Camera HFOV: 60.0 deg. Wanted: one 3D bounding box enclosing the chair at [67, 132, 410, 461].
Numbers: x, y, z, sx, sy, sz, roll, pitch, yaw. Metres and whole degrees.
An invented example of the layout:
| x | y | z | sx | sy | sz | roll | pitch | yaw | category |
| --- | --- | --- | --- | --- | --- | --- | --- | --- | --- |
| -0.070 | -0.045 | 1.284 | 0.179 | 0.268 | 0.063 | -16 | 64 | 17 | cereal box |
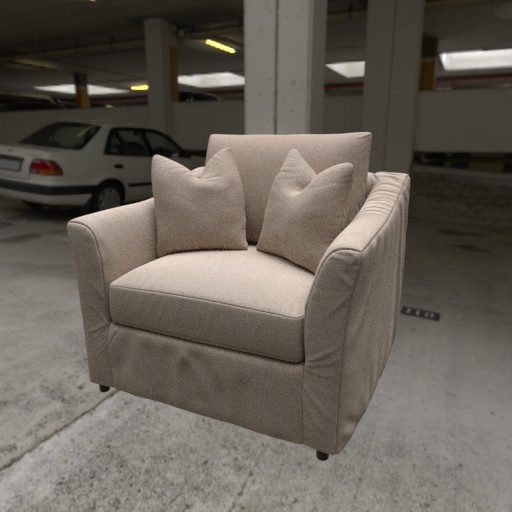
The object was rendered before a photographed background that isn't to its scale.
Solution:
| x | y | z | sx | sy | sz | roll | pitch | yaw | category |
| --- | --- | --- | --- | --- | --- | --- | --- | --- | --- |
| 0.000 | 0.000 | 2.020 | 1.194 | 1.093 | 1.071 | 7 | 16 | 25 | chair |
